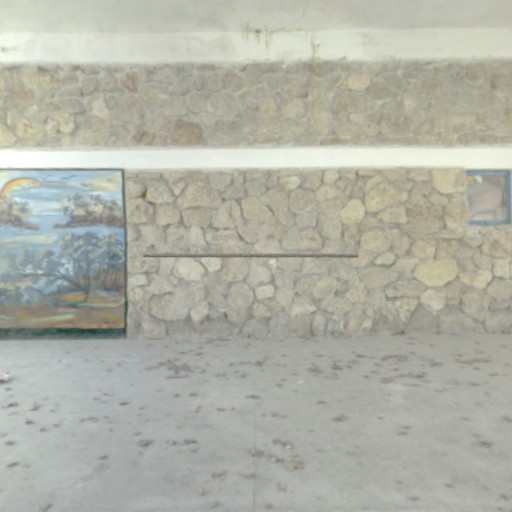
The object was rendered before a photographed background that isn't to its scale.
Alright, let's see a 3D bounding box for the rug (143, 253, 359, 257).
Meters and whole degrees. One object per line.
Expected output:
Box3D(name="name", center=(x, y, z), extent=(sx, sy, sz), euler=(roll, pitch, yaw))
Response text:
Box3D(name="rug", center=(0.000, 0.000, 2.037), extent=(0.553, 0.012, 1.827), euler=(0, 0, 1))
